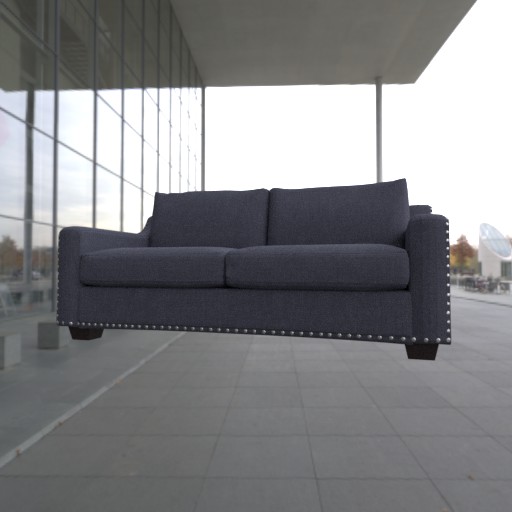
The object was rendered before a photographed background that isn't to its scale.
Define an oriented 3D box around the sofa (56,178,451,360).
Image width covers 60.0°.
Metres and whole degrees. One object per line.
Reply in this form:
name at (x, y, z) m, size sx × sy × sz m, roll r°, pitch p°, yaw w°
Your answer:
sofa at (0.000, 0.000, 3.314) m, size 2.550 × 1.196 × 1.336 m, roll -1°, pitch -2°, yaw 18°
